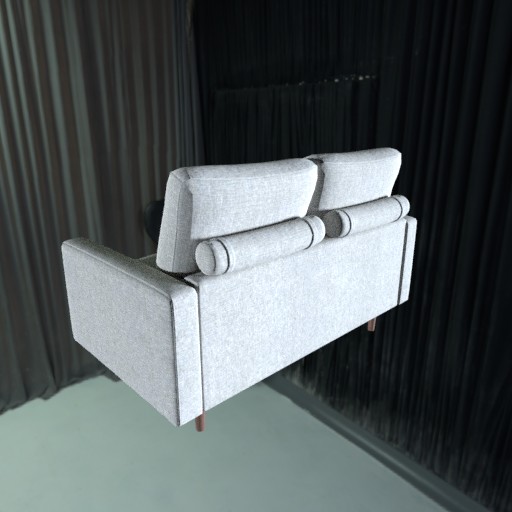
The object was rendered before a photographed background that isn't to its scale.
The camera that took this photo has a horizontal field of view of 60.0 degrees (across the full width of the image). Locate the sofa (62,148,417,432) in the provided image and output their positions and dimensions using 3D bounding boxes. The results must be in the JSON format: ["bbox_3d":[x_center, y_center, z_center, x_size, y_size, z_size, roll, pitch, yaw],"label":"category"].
[{"bbox_3d":[0.000,0.000,1.968,1.407,0.907,0.842,-16,24,-41],"label":"sofa"}]
